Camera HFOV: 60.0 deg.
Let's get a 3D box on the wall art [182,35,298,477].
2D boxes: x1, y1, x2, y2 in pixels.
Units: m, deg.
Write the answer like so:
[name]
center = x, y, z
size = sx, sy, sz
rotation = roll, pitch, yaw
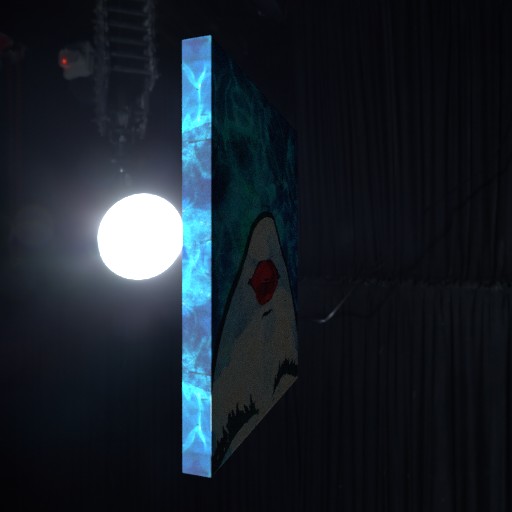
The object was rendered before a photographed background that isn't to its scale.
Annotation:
[wall art]
center = 0.000, 0.000, 0.719
size = 0.038, 0.508, 0.432
rotation = 0, 0, 19
